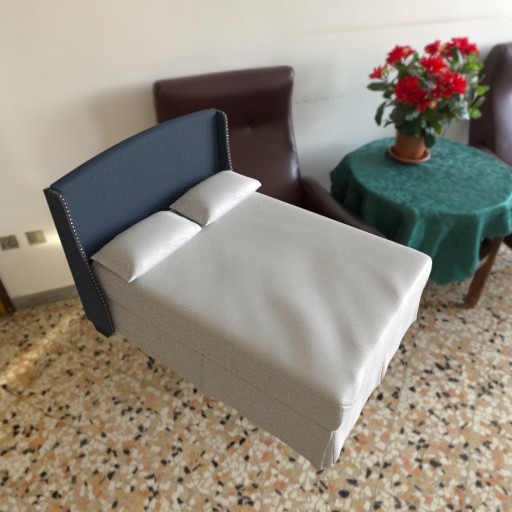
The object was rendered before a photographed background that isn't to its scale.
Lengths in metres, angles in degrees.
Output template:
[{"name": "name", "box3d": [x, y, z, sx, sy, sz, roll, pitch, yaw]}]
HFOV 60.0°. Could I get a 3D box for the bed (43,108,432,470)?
[{"name": "bed", "box3d": [0.000, 0.000, 3.310, 2.237, 1.407, 1.710, 24, 45, 26]}]
